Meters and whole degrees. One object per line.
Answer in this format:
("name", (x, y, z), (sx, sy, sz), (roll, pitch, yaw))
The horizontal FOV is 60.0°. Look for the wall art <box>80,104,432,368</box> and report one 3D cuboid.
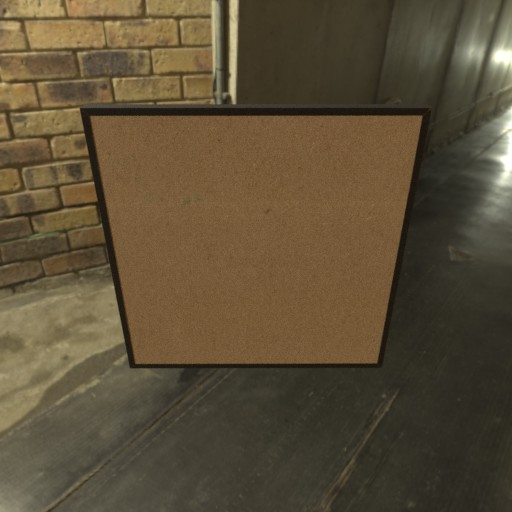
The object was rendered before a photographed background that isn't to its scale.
("wall art", (0.000, 0.000, 1.165), (0.762, 0.762, 0.038), (0, 30, 0))
